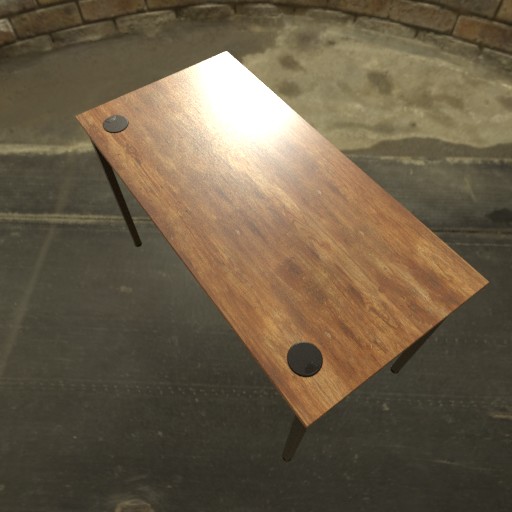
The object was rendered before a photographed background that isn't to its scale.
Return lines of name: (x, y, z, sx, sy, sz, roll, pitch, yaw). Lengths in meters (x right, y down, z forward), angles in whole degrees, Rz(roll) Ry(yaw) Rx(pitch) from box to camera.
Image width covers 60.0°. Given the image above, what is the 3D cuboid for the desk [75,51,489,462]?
desk: (0.000, 0.000, 1.607, 0.600, 0.749, 1.200, -32, 63, -18)
